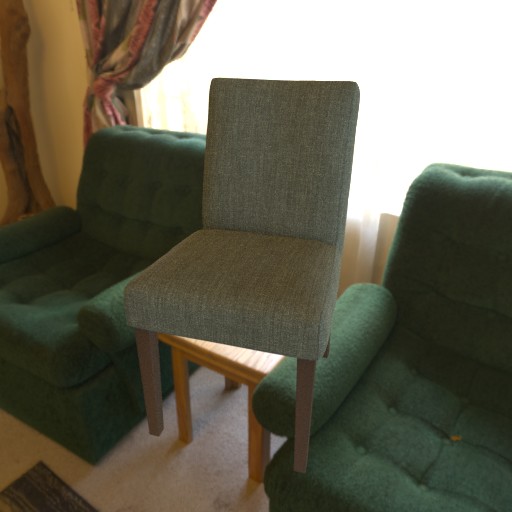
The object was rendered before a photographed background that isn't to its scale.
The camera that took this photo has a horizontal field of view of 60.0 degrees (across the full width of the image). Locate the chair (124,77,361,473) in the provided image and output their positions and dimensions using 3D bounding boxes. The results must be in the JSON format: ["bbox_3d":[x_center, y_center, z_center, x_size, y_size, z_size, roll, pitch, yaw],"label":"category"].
[{"bbox_3d":[0.000,0.000,1.239,0.487,0.884,0.629,7,27,15],"label":"chair"}]
